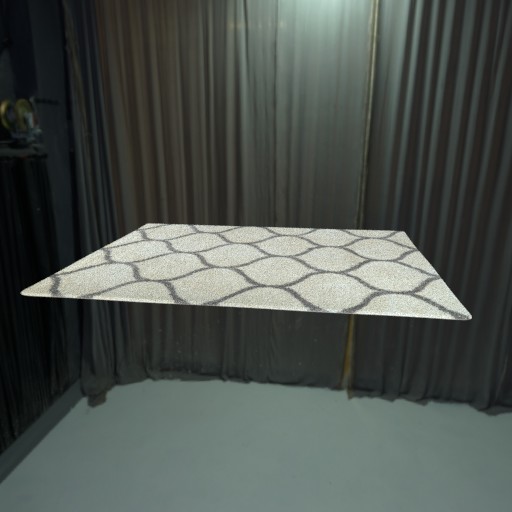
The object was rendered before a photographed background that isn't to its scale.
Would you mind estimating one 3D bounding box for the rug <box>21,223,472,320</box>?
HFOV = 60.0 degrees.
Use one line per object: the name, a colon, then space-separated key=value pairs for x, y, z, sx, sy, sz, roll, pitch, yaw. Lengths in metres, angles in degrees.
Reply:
rug: x=0.000 y=0.000 z=4.021 sx=3.000 sy=0.026 sz=2.399 roll=2 pitch=16 yaw=8
